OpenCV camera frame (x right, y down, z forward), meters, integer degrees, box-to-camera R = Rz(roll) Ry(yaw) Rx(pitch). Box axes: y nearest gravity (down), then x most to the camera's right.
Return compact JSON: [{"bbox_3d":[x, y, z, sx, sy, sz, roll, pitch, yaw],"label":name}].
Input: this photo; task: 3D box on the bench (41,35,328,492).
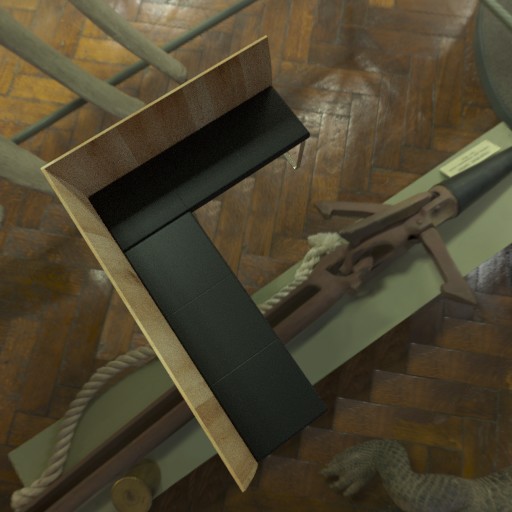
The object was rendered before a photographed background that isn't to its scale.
[{"bbox_3d":[0.000,0.000,2.759,1.495,0.930,1.945,-34,78,-8],"label":"bench"}]
